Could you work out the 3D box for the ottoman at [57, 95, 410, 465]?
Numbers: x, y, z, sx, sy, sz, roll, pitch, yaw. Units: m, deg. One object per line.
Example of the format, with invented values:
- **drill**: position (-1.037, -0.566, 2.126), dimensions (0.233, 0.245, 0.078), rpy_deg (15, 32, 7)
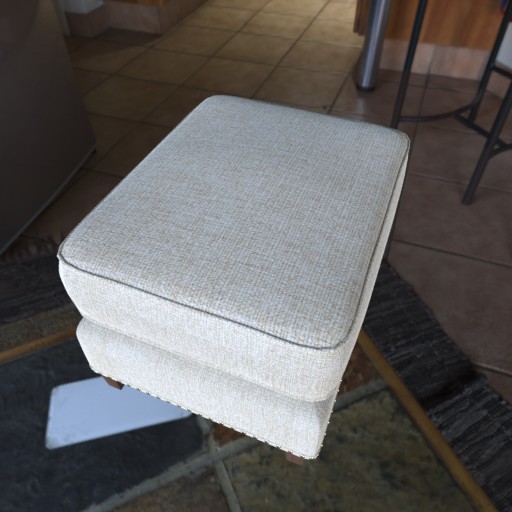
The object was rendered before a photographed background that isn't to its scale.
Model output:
- **ottoman**: position (0.000, 0.000, 1.117), dimensions (0.589, 0.537, 0.738), rpy_deg (17, 49, 15)
